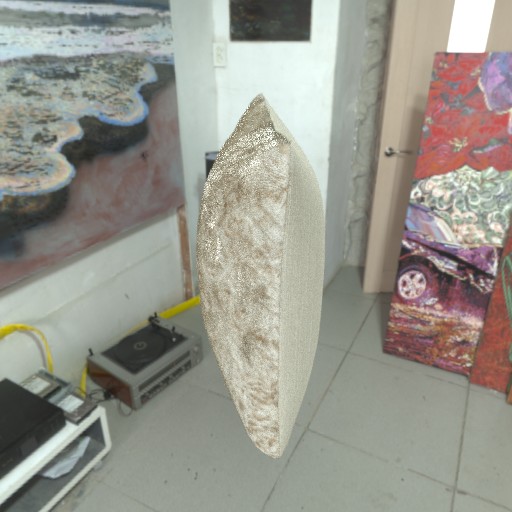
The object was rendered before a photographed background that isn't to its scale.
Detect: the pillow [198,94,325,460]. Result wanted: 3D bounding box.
[{"bbox_3d":[0.000,0.000,0.821,0.216,0.525,0.538,-1,26,-1],"label":"pillow"}]
